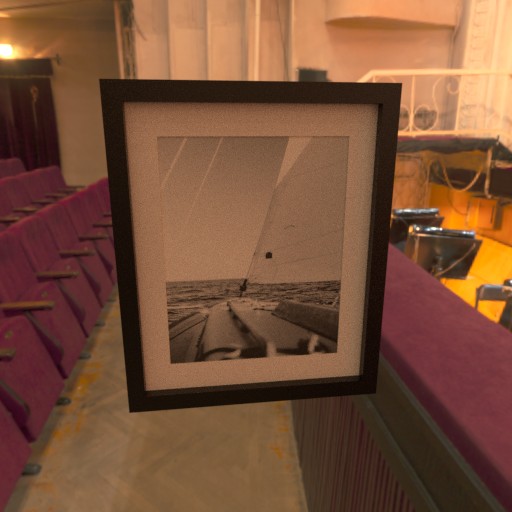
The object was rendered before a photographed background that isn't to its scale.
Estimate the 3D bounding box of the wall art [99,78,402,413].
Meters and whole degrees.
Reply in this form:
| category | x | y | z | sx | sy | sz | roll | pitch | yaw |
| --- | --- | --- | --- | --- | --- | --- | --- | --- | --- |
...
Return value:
| category | x | y | z | sx | sy | sz | roll | pitch | yaw |
| --- | --- | --- | --- | --- | --- | --- | --- | --- | --- |
| wall art | 0.000 | 0.000 | 0.760 | 0.461 | 0.558 | 0.031 | -2 | 16 | -7 |
